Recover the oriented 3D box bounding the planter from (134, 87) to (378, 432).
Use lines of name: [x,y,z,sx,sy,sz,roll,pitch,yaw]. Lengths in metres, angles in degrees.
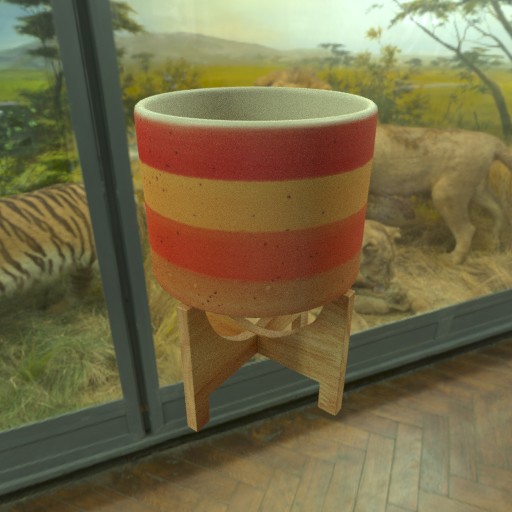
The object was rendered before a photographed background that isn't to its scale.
planter: [0.000,0.000,0.565,0.269,0.379,0.269,0,27,0]
